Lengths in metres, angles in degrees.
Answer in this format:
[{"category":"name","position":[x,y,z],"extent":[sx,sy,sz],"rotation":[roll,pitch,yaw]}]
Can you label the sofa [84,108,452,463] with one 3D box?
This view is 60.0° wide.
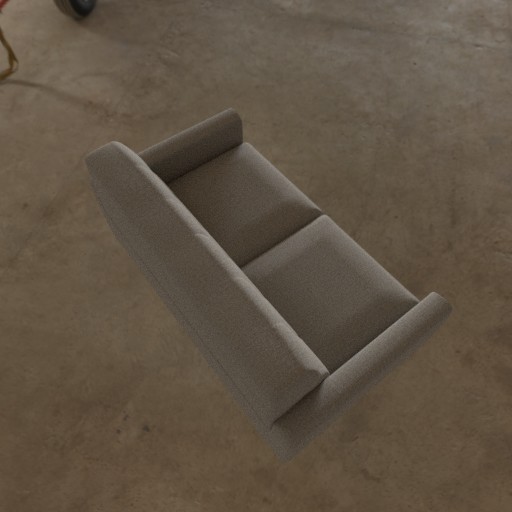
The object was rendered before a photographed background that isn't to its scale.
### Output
[{"category":"sofa","position":[0.000,0.000,2.250],"extent":[0.952,0.925,1.651],"rotation":[-33,64,-19]}]
